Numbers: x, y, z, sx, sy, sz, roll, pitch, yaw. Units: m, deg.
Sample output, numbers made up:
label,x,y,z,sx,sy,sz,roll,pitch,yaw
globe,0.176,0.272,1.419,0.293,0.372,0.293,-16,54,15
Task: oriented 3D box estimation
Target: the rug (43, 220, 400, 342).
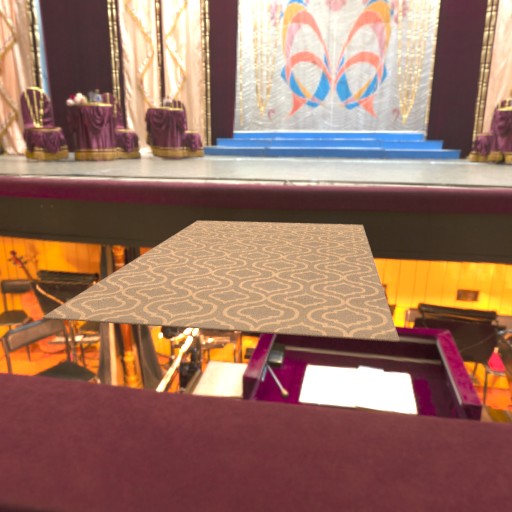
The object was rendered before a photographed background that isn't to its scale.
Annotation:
label,x,y,z,sx,sy,sz,roll,pitch,yaw
rug,0.000,0.000,2.205,1.141,0.015,1.749,3,15,9
